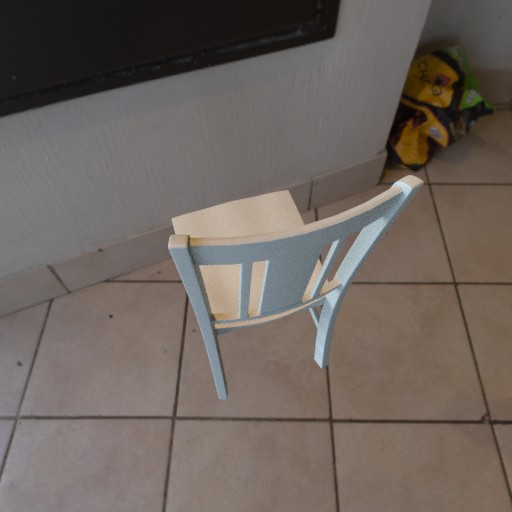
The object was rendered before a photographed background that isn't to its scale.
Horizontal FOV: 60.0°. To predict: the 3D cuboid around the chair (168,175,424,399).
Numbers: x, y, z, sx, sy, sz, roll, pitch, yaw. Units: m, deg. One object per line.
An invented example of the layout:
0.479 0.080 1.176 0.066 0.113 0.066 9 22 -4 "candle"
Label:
0.000 0.000 1.278 0.450 0.998 0.555 -15 58 -10 "chair"
